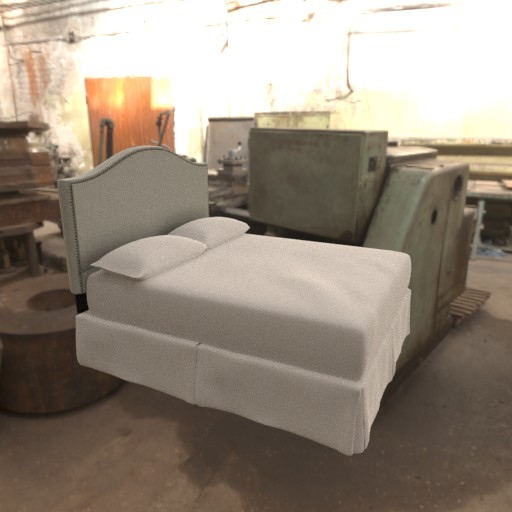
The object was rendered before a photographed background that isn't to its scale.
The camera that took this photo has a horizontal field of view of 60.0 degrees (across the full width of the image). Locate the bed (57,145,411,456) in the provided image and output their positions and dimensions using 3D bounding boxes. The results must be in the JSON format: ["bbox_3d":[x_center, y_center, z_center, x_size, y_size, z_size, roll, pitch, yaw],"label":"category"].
[{"bbox_3d":[0.000,0.000,3.399,2.180,1.607,1.813,8,18,25],"label":"bed"}]
